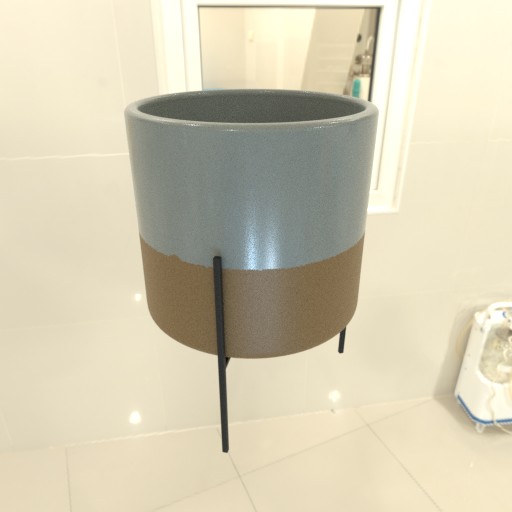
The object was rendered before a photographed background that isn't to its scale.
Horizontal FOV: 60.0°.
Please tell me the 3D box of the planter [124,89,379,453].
[{"bbox_3d":[0.000,0.000,0.724,0.360,0.480,0.348,-8,28,-16],"label":"planter"}]
